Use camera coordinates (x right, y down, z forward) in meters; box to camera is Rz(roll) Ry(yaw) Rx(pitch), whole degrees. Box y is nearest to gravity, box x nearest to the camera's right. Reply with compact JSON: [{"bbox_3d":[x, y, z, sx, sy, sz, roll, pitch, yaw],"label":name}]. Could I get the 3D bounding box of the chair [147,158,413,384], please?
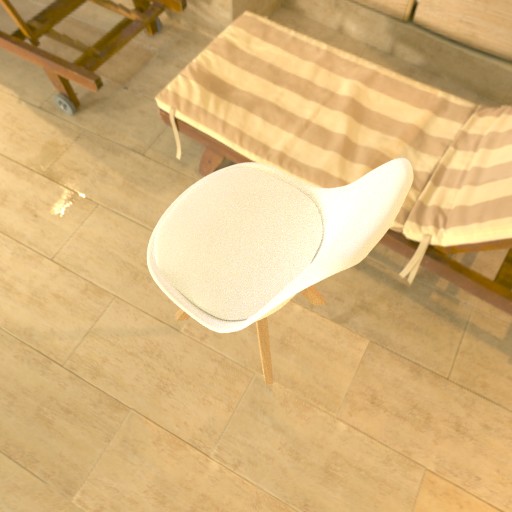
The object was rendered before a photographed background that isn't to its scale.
[{"bbox_3d":[0.000,0.000,1.172,0.550,0.849,0.485,31,67,15],"label":"chair"}]
